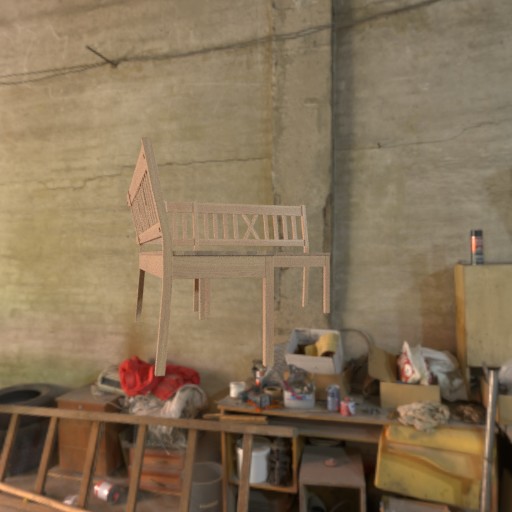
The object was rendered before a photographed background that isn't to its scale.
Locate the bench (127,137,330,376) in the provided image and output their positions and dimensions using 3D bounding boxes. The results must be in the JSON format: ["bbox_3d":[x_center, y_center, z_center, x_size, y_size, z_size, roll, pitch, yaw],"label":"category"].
[{"bbox_3d":[0.000,0.000,2.815,1.537,0.902,1.937,0,0,-18],"label":"bench"}]
